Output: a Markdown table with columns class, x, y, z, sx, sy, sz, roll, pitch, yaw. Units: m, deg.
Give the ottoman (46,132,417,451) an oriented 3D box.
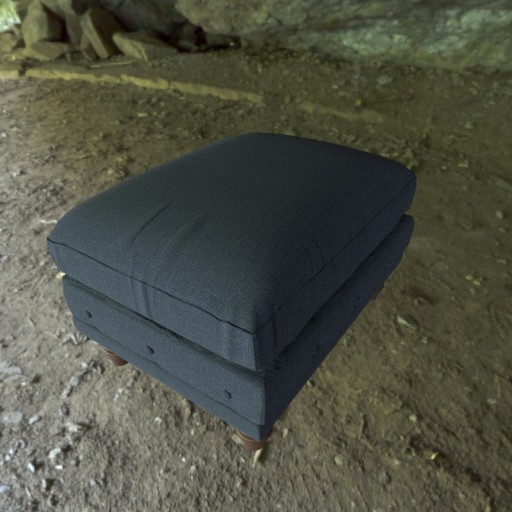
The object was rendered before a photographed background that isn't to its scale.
| class | x | y | z | sx | sy | sz | roll | pitch | yaw |
| --- | --- | --- | --- | --- | --- | --- | --- | --- | --- |
| ottoman | 0.000 | 0.000 | 1.115 | 0.558 | 0.486 | 0.767 | 20 | 37 | 29 |
